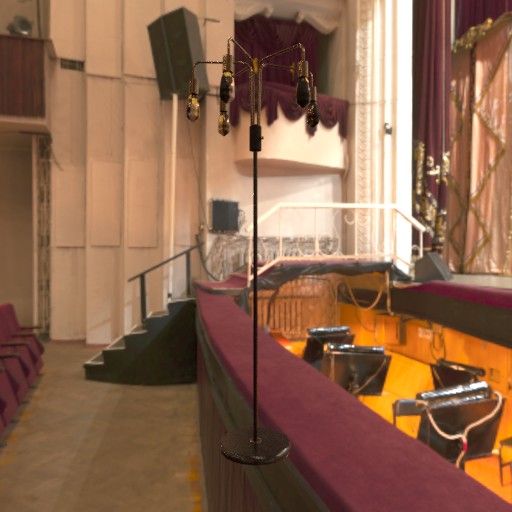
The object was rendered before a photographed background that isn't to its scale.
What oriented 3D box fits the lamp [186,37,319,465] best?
[{"bbox_3d":[0.000,0.000,1.981,0.599,1.721,0.572,0,0,-18],"label":"lamp"}]
